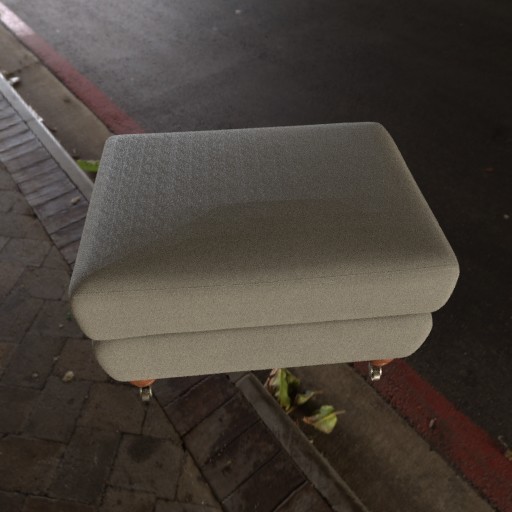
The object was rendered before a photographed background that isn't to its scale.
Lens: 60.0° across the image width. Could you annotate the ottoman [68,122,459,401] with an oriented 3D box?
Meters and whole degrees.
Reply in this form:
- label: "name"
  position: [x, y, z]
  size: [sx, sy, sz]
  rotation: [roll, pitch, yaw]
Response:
- label: "ottoman"
  position: [0.000, 0.000, 1.157]
  size: [0.773, 0.504, 0.569]
  rotation: [-4, 48, -4]
